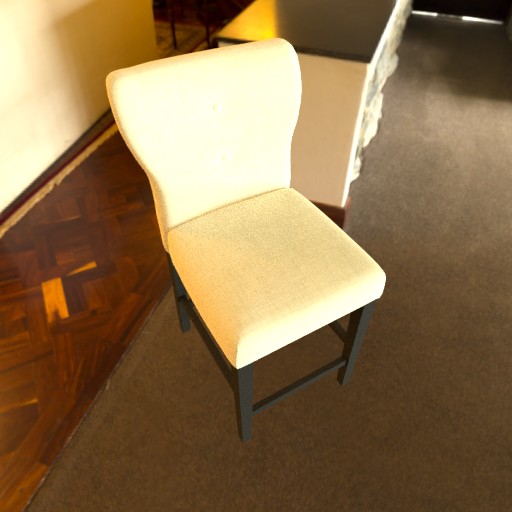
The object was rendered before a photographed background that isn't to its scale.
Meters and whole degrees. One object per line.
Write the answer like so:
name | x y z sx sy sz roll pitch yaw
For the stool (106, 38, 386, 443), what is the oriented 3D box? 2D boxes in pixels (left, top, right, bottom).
stool | 0.000 0.000 1.286 0.514 0.972 0.603 -22 50 -21
